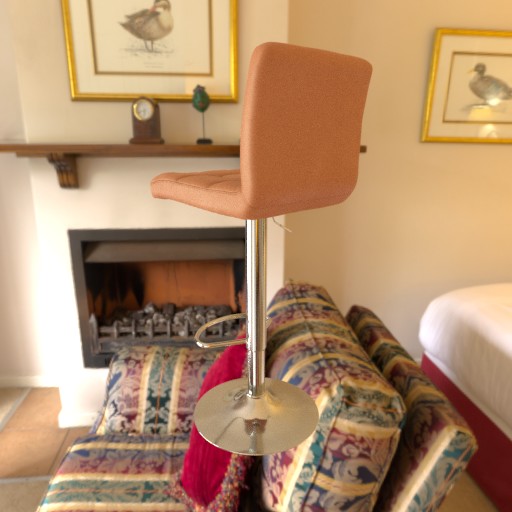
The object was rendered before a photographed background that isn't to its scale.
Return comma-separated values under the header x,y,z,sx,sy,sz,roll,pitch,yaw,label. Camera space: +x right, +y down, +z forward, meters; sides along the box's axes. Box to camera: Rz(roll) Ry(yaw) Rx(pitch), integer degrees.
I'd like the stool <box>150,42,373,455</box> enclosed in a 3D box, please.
x,y,z,sx,sy,sz,roll,pitch,yaw,label
0.000,0.000,1.365,0.430,1.115,0.505,-15,22,-42,stool
